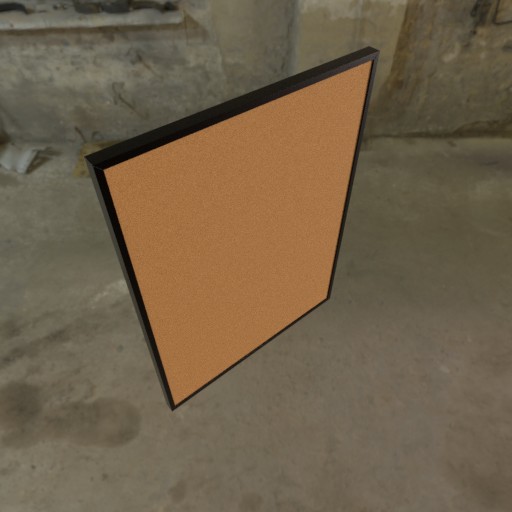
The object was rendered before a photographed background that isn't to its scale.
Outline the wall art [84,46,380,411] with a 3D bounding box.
[{"bbox_3d":[0.000,0.000,1.384,0.805,1.062,0.040,-31,54,-26],"label":"wall art"}]
